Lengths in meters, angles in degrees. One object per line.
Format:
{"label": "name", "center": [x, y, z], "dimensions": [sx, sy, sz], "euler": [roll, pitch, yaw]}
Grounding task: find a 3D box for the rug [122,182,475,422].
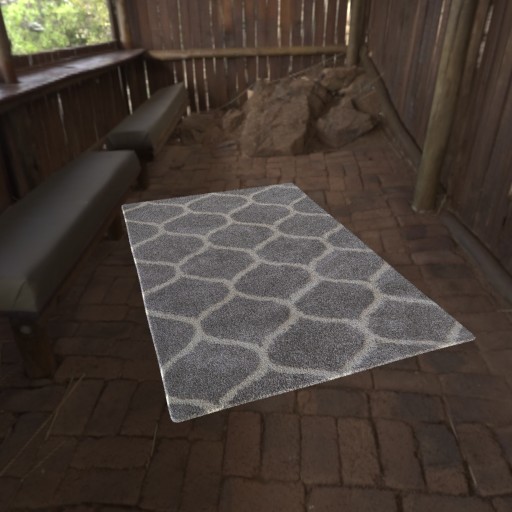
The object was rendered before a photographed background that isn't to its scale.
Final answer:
{"label": "rug", "center": [0.000, 0.000, 3.446], "dimensions": [1.801, 0.026, 2.701], "euler": [-10, 32, -17]}
